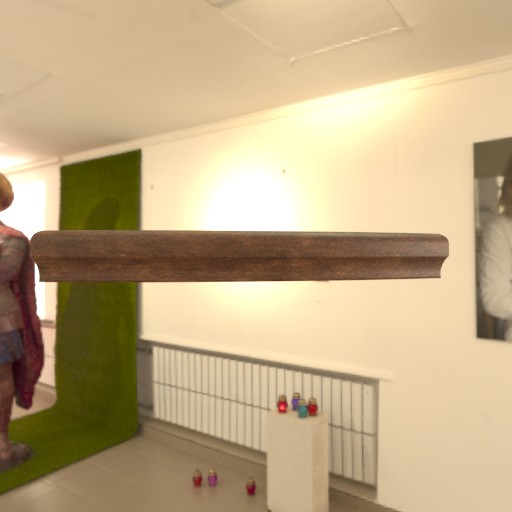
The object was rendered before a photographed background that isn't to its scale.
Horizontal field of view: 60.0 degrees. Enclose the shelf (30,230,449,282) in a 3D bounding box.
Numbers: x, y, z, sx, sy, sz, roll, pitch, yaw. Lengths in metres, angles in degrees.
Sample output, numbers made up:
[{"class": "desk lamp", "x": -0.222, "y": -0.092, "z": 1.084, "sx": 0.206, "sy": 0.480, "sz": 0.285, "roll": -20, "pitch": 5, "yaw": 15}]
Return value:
[{"class": "shelf", "x": 0.000, "y": 0.000, "z": 0.458, "sx": 0.310, "sy": 0.050, "sz": 0.310, "roll": 0, "pitch": 0, "yaw": 35}]
